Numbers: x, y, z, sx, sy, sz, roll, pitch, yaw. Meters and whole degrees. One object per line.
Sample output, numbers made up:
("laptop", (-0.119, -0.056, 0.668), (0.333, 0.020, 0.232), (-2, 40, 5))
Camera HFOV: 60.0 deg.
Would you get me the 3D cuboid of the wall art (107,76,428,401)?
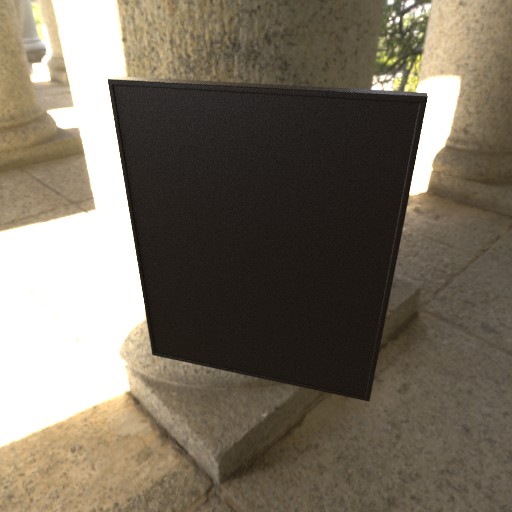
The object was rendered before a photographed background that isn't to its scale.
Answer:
("wall art", (0.000, 0.000, 0.754), (0.451, 0.551, 0.028), (8, 32, 14))
